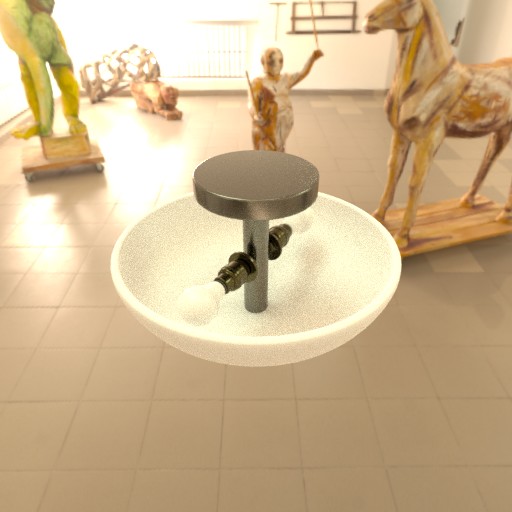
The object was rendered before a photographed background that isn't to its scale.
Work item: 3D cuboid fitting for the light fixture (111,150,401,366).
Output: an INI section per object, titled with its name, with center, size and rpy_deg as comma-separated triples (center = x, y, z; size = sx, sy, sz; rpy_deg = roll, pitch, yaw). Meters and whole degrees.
[light fixture]
center = 0.000, 0.000, 0.530
size = 0.330, 0.214, 0.330
rpy_deg = 0, 34, 0
